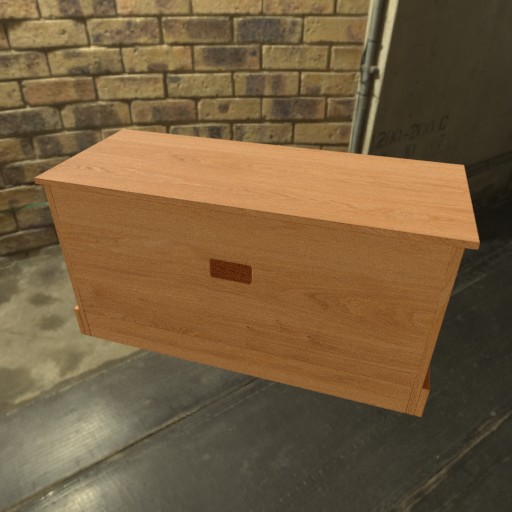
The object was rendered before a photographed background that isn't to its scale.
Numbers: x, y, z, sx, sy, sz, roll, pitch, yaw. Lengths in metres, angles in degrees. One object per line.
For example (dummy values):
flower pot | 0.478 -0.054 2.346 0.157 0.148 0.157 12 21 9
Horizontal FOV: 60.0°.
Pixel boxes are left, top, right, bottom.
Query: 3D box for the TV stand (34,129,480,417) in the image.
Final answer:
TV stand | 0.000 0.000 1.347 1.080 0.550 0.440 10 35 15
